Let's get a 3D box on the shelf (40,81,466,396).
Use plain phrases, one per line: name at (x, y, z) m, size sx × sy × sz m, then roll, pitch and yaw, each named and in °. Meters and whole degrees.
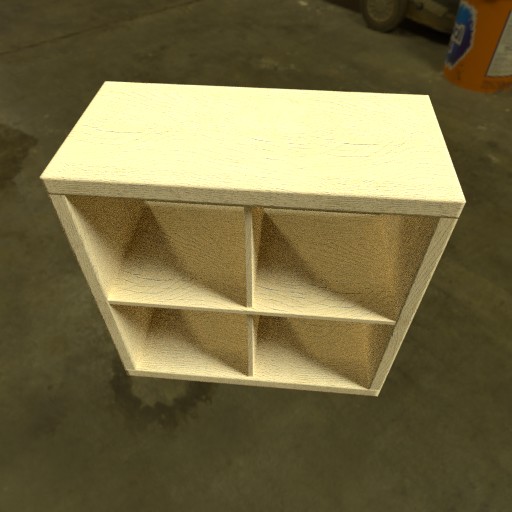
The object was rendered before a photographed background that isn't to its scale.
shelf at (0.000, 0.000, 1.239) m, size 0.790 × 0.786 × 0.390 m, roll 4°, pitch 47°, yaw 3°
